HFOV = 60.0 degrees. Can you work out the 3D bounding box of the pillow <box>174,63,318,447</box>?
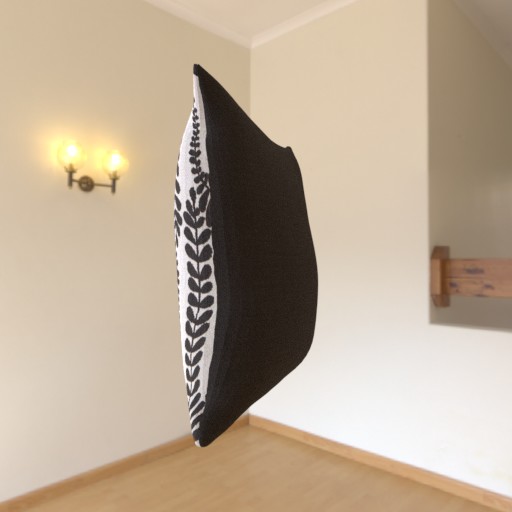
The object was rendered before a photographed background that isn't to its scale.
[{"bbox_3d":[0.000,0.000,0.696,0.182,0.441,0.440,0,0,18],"label":"pillow"}]
